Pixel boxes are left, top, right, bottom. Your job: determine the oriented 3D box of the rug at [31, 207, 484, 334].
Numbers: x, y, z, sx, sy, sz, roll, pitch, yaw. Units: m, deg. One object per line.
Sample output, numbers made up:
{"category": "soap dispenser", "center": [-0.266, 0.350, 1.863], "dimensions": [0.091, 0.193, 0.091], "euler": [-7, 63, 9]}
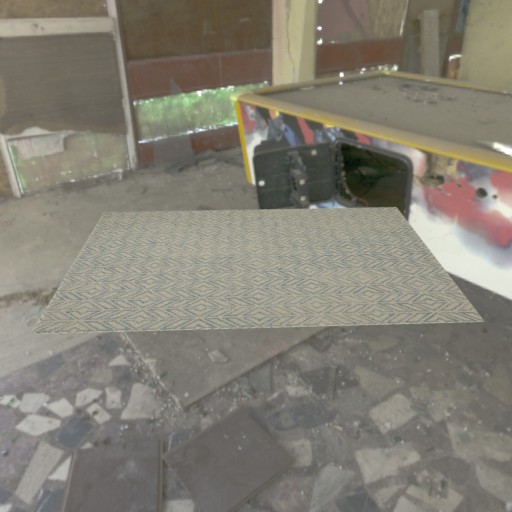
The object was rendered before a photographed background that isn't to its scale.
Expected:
{"category": "rug", "center": [0.000, 0.000, 3.042], "dimensions": [2.441, 0.008, 1.526], "euler": [-1, 30, -2]}
